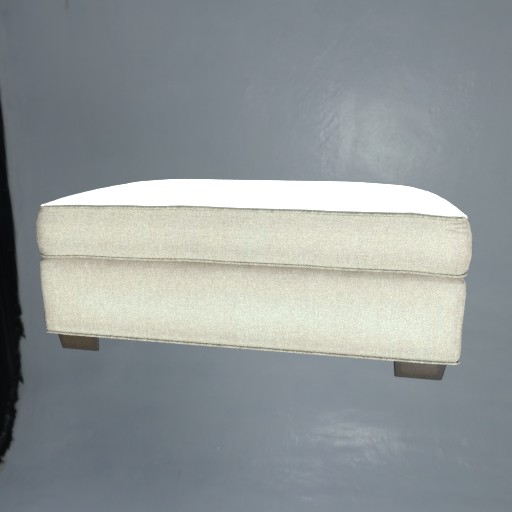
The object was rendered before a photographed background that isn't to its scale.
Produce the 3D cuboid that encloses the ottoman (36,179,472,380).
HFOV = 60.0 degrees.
[{"bbox_3d":[0.000,0.000,1.390,1.097,0.448,0.617,3,15,10],"label":"ottoman"}]
